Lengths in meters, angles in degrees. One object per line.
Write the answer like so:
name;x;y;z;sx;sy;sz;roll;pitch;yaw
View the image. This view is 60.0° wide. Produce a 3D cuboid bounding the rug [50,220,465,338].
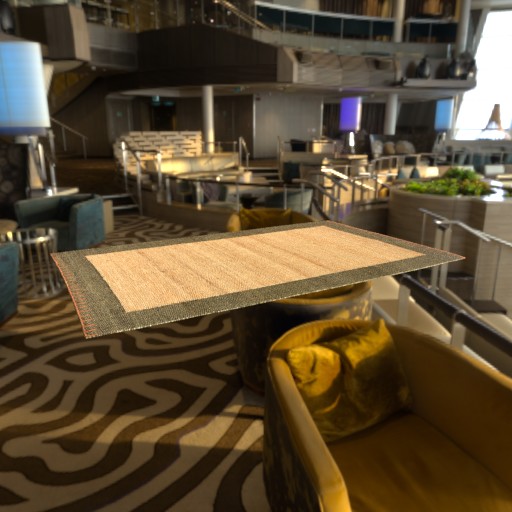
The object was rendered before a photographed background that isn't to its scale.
rug;0.000;0.000;3.010;2.435;0.006;1.521;-9;18;-28
